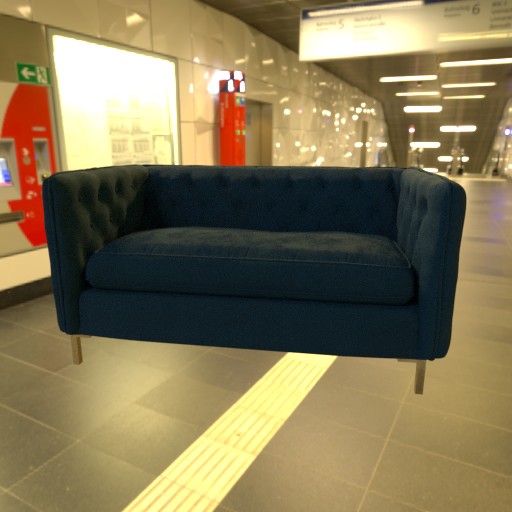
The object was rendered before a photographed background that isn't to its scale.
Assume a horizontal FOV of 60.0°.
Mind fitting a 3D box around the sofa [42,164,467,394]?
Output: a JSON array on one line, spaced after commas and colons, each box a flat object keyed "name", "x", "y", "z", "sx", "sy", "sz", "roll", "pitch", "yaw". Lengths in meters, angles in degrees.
[{"name": "sofa", "x": 0.000, "y": 0.000, "z": 2.070, "sx": 1.583, "sy": 0.810, "sz": 0.909, "roll": 2, "pitch": 15, "yaw": 9}]
